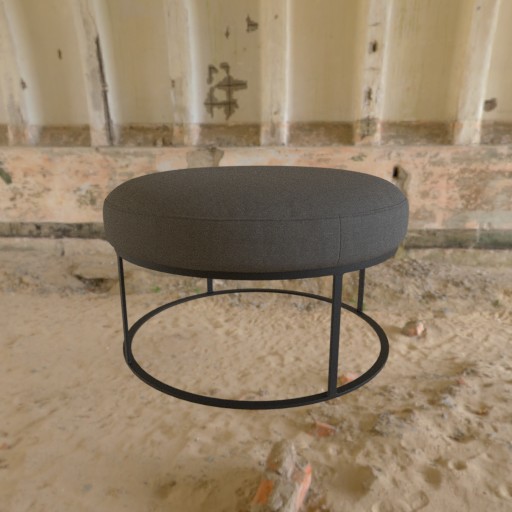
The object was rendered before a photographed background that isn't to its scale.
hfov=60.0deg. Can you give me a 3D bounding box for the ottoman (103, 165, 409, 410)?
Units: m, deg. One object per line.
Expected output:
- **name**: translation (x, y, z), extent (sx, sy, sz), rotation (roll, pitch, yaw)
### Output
- **ottoman**: translation (0.000, 0.000, 1.206), extent (0.772, 0.460, 0.772), rotation (0, 15, 0)
